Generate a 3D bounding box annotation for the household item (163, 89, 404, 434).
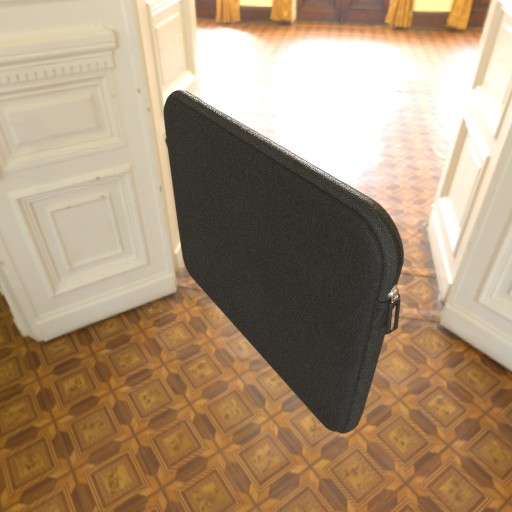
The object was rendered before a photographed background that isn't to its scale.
[{"bbox_3d":[0.000,0.000,0.528,0.030,0.305,0.396,-24,45,-27],"label":"household item"}]
